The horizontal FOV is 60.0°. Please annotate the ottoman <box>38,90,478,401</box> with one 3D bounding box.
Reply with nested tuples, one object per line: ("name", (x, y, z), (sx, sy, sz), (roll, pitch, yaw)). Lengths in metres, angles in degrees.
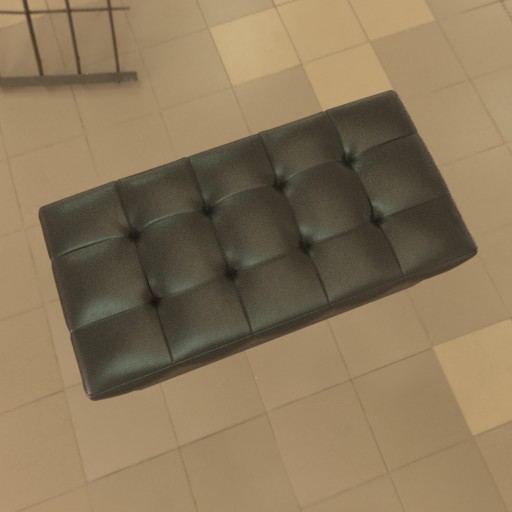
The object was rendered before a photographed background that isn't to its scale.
("ottoman", (0.000, 0.000, 1.112), (0.838, 0.470, 0.432), (-20, 76, -5))
